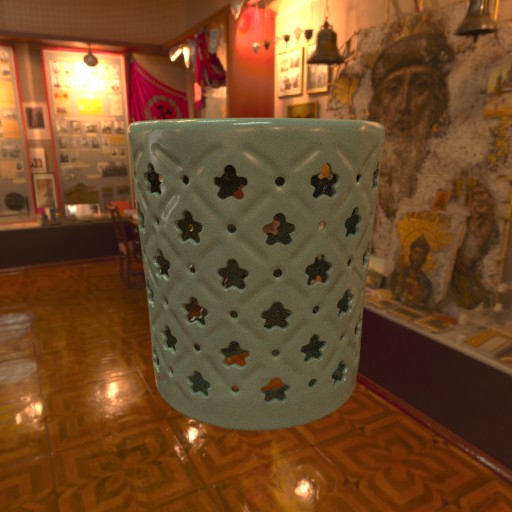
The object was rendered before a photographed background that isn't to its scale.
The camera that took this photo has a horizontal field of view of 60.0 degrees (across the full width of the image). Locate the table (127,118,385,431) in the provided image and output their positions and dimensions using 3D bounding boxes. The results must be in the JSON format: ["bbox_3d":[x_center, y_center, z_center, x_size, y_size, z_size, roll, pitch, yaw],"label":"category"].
[{"bbox_3d":[0.000,0.000,0.669,0.352,0.387,0.352,0,14,0],"label":"table"}]
